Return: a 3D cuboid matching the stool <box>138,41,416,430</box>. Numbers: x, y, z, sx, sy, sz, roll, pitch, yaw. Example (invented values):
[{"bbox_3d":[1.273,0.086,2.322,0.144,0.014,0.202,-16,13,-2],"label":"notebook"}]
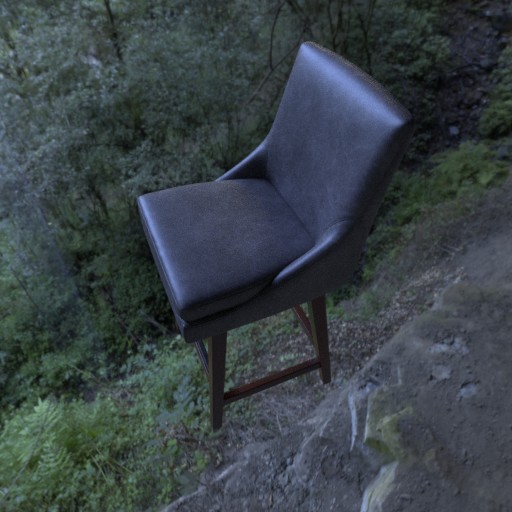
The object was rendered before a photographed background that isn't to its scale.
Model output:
[{"bbox_3d":[0.000,0.000,1.353,0.587,1.046,0.492,-17,48,-16],"label":"stool"}]
